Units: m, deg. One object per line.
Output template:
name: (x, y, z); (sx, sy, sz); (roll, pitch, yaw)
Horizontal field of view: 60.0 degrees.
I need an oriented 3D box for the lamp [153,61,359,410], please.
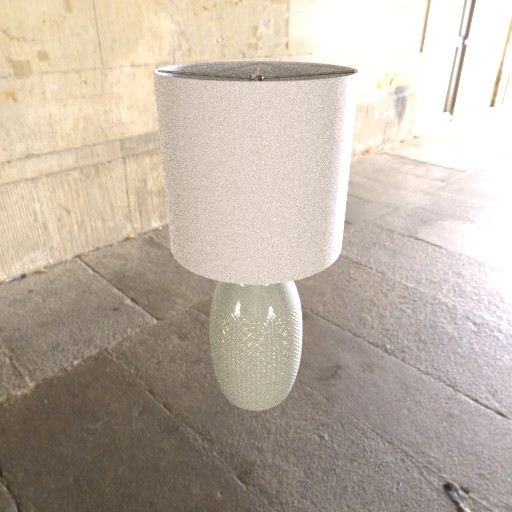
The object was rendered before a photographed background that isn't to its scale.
lamp: (0.000, 0.000, 0.581); (0.217, 0.453, 0.217); (0, 28, 1)
